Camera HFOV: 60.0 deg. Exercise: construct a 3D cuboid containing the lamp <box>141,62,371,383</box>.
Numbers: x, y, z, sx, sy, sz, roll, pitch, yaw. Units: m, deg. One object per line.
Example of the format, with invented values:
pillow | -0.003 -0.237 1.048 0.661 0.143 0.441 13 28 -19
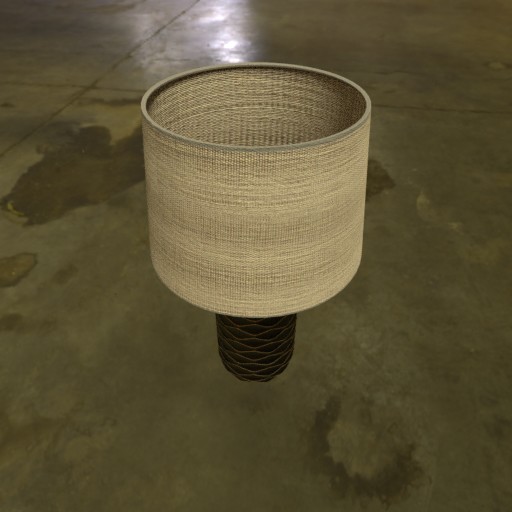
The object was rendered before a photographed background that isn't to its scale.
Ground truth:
lamp | 0.000 0.000 0.825 0.376 0.594 0.376 0 40 0
